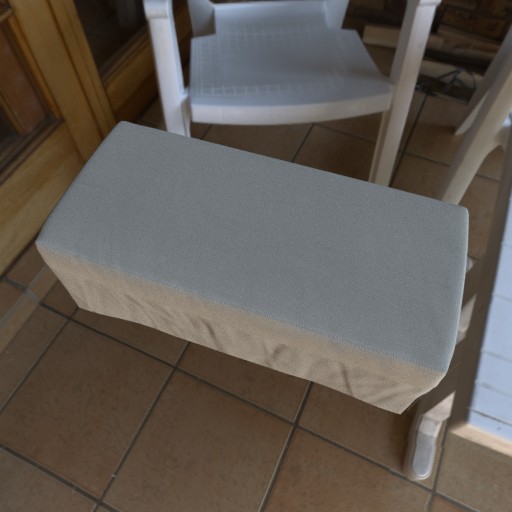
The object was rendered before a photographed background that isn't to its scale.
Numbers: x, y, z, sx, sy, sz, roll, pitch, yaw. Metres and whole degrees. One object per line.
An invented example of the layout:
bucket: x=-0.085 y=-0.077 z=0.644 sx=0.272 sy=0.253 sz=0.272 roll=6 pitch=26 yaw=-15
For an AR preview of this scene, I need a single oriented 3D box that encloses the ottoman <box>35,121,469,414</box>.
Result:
ottoman: x=0.000 y=0.000 z=1.657 sx=1.388 sy=0.457 sz=0.665 roll=16 pitch=60 yaw=10
